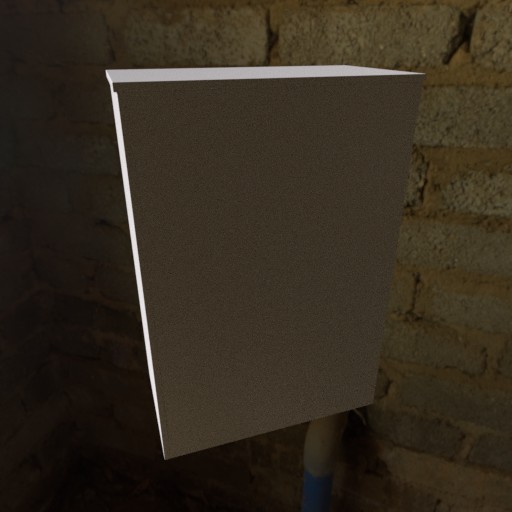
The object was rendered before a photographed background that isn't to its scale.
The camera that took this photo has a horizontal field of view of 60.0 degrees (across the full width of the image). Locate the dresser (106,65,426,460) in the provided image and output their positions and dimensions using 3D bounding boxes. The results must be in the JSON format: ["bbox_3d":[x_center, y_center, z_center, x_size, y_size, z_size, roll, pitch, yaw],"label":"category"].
[{"bbox_3d":[0.000,0.000,1.326,0.704,1.021,0.401,-8,27,-17],"label":"dresser"}]
